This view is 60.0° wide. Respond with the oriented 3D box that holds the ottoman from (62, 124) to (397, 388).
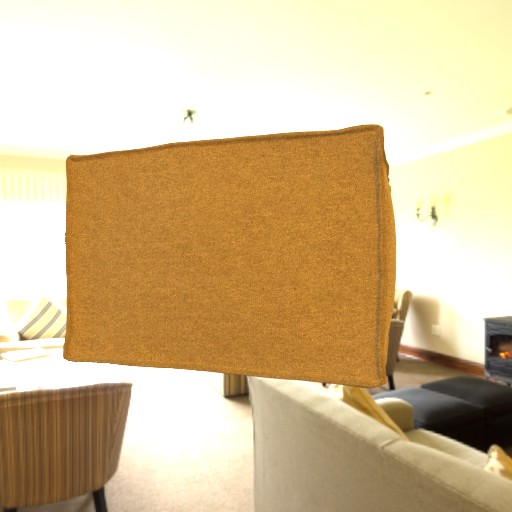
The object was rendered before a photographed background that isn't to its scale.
[{"bbox_3d":[0.000,0.000,1.170,0.707,0.470,0.696,0,0,18],"label":"ottoman"}]
